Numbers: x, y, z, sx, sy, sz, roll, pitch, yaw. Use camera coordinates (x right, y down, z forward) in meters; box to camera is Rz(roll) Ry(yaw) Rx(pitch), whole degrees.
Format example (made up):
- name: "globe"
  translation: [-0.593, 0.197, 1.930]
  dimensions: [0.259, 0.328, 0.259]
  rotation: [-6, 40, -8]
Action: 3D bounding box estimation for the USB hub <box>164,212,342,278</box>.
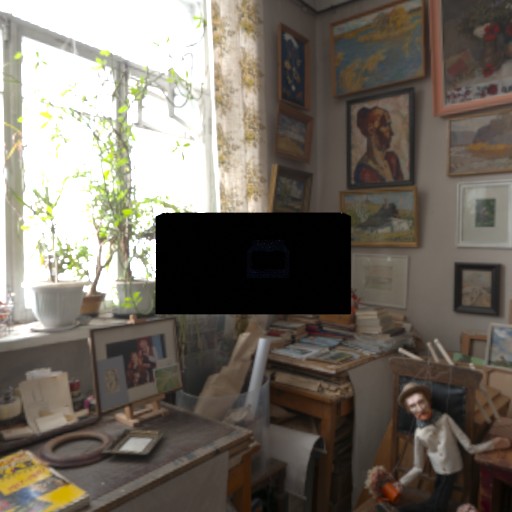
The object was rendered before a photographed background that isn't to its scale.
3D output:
- name: "USB hub"
  translation: [0.000, 0.000, 0.161]
  dimensions: [0.044, 0.023, 0.145]
  rotation: [0, 2, 1]
